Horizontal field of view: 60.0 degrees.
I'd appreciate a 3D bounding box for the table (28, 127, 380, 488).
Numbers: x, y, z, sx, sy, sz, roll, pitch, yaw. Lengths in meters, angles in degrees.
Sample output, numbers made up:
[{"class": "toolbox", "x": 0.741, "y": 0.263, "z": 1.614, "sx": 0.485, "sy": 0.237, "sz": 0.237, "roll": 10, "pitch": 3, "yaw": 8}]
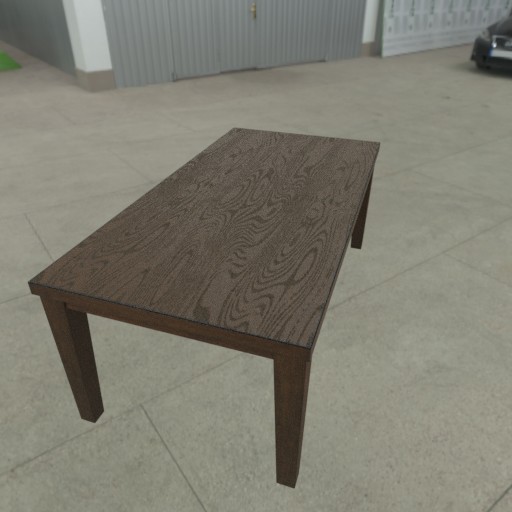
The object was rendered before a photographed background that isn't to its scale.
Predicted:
[{"class": "table", "x": 0.000, "y": 0.000, "z": 2.407, "sx": 1.016, "sy": 0.762, "sz": 1.981, "roll": 10, "pitch": 34, "yaw": 16}]
